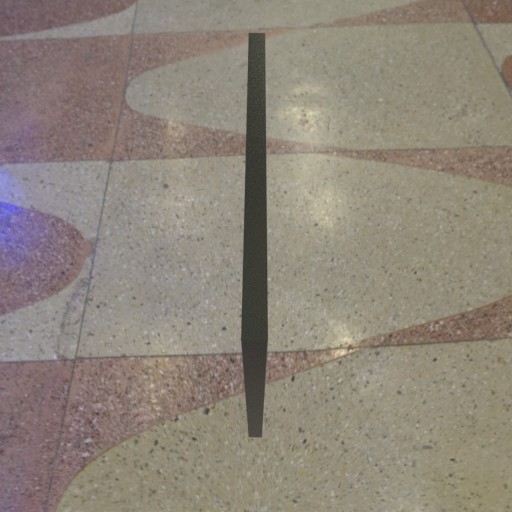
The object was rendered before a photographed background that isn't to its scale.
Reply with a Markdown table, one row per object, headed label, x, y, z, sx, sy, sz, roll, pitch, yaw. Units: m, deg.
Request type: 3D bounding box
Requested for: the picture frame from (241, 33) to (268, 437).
| label | x | y | z | sx | sy | sz | roll | pitch | yaw |
| --- | --- | --- | --- | --- | --- | --- | --- | --- | --- |
| picture frame | 0.000 | 0.000 | 0.852 | 0.029 | 0.557 | 0.559 | 0 | 58 | 0 |
